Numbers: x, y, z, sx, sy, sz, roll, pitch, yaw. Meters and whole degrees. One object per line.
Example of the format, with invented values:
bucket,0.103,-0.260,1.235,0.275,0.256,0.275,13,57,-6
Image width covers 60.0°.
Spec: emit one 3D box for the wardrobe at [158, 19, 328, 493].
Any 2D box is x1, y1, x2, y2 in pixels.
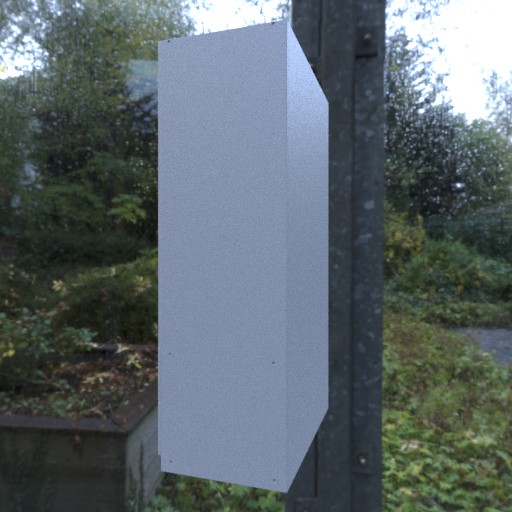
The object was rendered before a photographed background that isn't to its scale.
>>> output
wardrobe,0.000,0.000,2.251,0.577,1.808,0.991,0,0,18
